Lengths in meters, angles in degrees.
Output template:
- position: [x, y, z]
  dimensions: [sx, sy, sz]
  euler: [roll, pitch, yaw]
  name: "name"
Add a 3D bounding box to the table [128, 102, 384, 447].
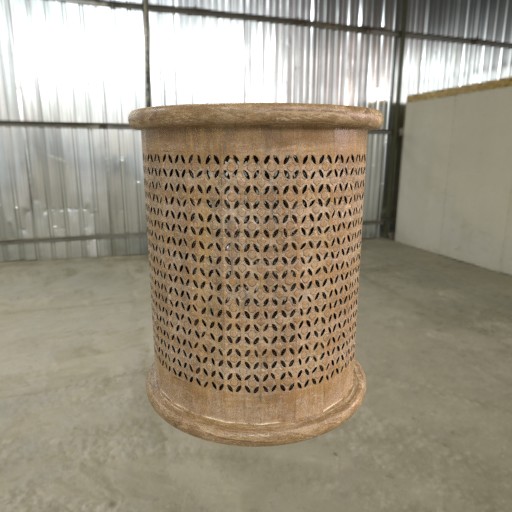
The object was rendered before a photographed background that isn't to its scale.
- position: [0.000, 0.000, 0.787]
  dimensions: [0.407, 0.482, 0.407]
  euler: [0, 14, 0]
  name: "table"
